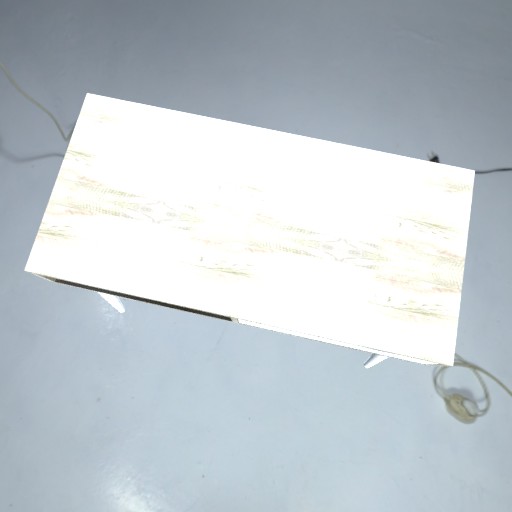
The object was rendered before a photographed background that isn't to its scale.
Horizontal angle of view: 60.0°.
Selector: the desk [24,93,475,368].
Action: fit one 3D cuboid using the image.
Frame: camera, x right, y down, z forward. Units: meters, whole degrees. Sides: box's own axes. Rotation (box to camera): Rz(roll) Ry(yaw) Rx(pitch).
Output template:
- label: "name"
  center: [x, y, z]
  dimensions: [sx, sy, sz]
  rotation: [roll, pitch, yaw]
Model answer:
- label: "desk"
  center: [0.000, 0.000, 1.391]
  dimensions: [0.979, 0.723, 0.491]
  rotation: [12, 76, 3]
